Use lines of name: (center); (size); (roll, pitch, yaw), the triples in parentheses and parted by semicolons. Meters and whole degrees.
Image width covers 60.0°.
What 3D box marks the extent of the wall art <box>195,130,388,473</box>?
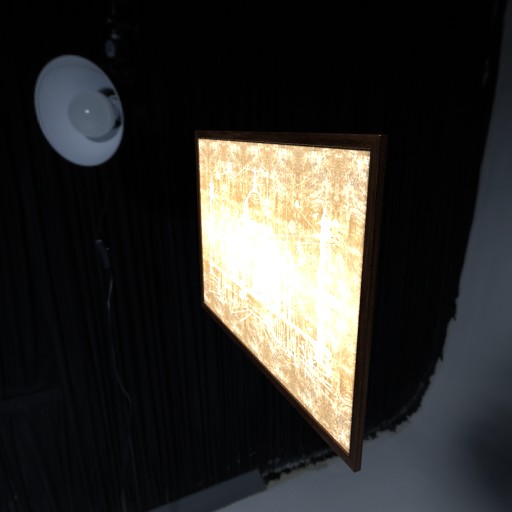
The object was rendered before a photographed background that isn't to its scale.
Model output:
wall art: (0.000, 0.000, 1.038); (0.014, 0.559, 0.816); (-8, 18, -24)
